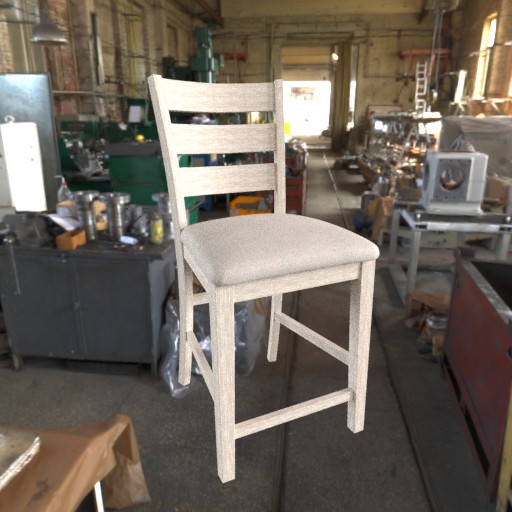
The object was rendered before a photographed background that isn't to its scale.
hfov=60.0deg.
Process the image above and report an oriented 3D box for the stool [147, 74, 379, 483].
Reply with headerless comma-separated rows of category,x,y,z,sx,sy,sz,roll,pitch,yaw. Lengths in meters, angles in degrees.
stool,0.000,0.000,1.334,0.484,1.032,0.569,-9,19,-25
